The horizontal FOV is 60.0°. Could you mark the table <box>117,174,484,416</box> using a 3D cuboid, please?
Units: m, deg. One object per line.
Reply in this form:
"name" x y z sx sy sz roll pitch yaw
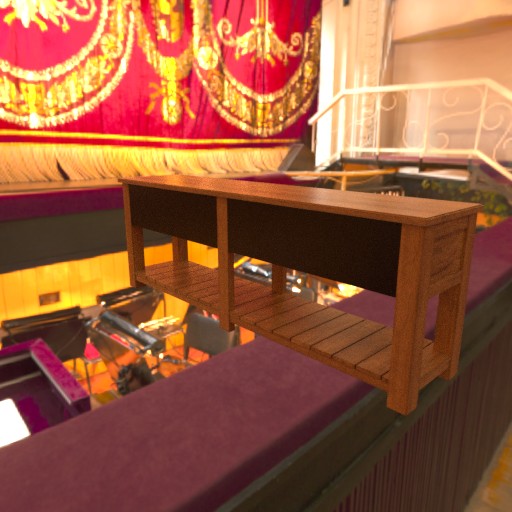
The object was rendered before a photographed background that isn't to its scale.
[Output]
"table" 0.000 0.000 2.074 0.425 0.635 1.815 -14 20 -42
